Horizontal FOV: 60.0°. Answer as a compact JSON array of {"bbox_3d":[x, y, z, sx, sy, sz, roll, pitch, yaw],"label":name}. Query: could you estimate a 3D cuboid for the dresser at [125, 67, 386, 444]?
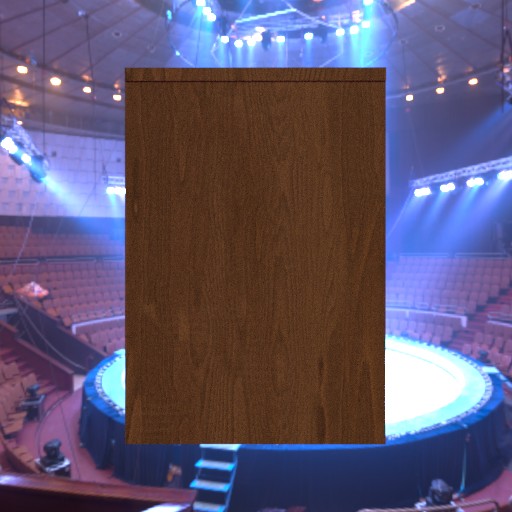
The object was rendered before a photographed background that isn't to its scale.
[{"bbox_3d":[0.000,0.000,1.301,0.529,0.762,0.809,0,0,0],"label":"dresser"}]
